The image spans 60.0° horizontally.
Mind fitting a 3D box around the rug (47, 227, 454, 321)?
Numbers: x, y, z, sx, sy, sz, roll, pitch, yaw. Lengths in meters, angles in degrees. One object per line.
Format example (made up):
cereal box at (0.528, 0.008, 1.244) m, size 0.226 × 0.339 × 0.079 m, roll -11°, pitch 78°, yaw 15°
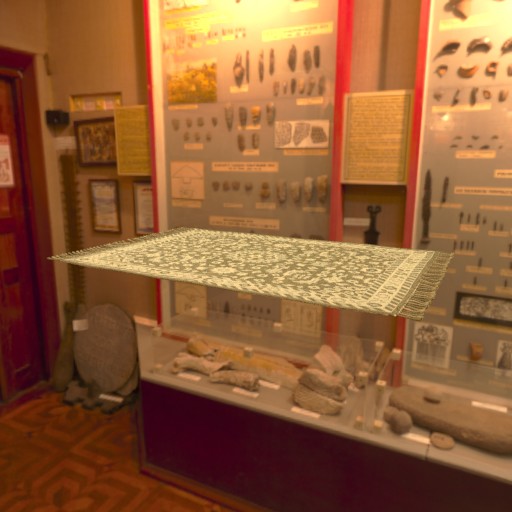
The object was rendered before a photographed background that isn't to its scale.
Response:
rug at (0.000, 0.000, 3.088) m, size 2.431 × 0.025 × 1.530 m, roll 7°, pitch 15°, yaw 28°
